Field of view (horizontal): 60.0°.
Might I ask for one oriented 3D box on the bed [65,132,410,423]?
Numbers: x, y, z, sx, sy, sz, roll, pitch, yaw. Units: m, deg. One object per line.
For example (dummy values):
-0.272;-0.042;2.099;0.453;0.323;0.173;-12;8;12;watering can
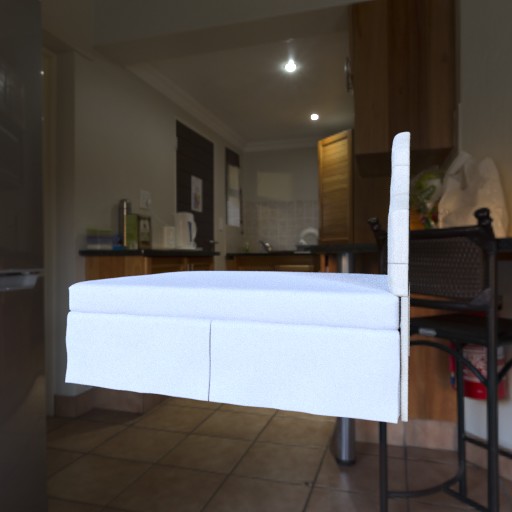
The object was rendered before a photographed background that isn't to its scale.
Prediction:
0.000;0.000;3.194;2.092;1.575;1.627;0;1;19;bed
